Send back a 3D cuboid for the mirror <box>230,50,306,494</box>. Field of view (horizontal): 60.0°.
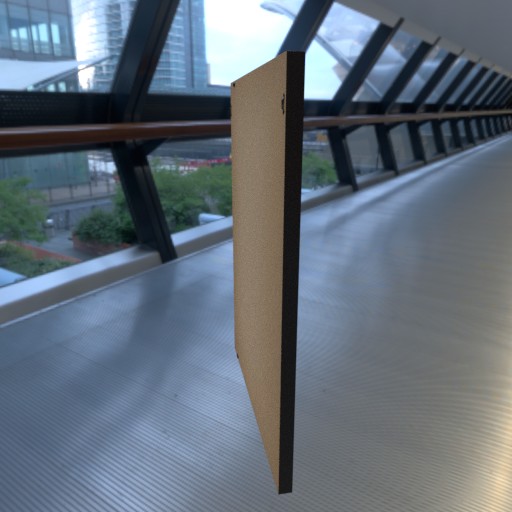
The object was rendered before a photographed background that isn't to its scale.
[{"bbox_3d":[0.000,0.000,1.318,0.041,1.016,0.762,-3,17,-10],"label":"mirror"}]
